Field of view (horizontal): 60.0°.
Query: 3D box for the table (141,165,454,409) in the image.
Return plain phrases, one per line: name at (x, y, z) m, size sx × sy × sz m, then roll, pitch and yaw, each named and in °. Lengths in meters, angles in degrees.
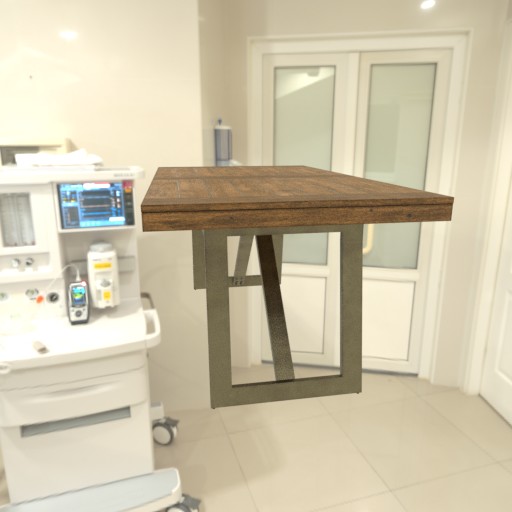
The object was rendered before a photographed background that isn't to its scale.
table at (0.000, 0.000, 2.150) m, size 0.931 × 0.757 × 1.641 m, roll -3°, pitch 15°, yaw -10°
